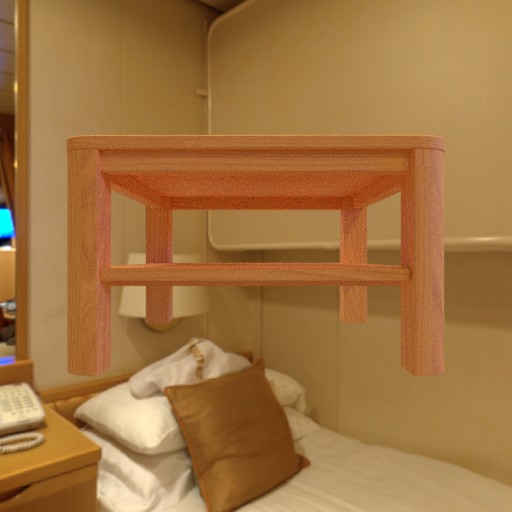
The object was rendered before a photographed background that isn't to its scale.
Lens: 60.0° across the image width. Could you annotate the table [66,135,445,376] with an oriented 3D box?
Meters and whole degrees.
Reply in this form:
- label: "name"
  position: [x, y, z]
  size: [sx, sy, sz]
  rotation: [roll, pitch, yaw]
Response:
- label: "table"
  position: [0.000, 0.000, 1.200]
  size: [0.750, 0.450, 0.750]
  rotation: [0, 0, 0]
